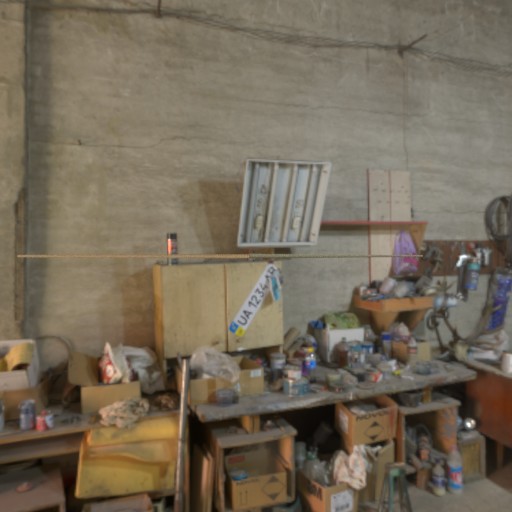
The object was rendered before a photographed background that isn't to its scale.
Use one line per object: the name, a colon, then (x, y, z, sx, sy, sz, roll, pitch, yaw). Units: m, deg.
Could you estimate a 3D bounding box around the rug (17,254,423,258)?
rug: (0.000, 0.000, 2.851, 1.526, 0.014, 2.290, 0, 0, 35)
